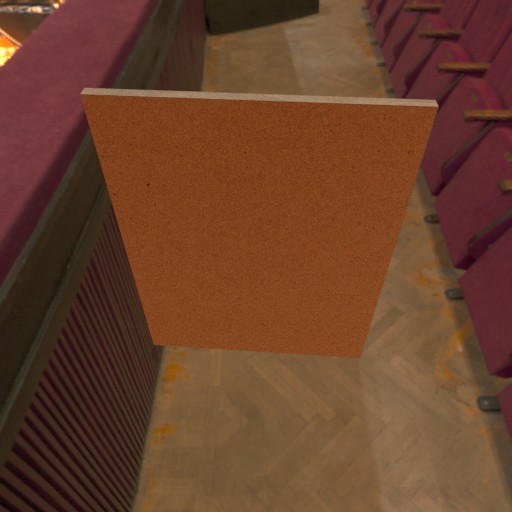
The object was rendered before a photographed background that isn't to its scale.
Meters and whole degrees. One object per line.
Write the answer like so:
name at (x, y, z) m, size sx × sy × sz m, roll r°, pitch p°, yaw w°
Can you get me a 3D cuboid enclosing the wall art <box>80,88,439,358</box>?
wall art at (0.000, 0.000, 0.818) m, size 0.481 × 0.613 × 0.020 m, roll 3°, pitch 46°, yaw 3°
